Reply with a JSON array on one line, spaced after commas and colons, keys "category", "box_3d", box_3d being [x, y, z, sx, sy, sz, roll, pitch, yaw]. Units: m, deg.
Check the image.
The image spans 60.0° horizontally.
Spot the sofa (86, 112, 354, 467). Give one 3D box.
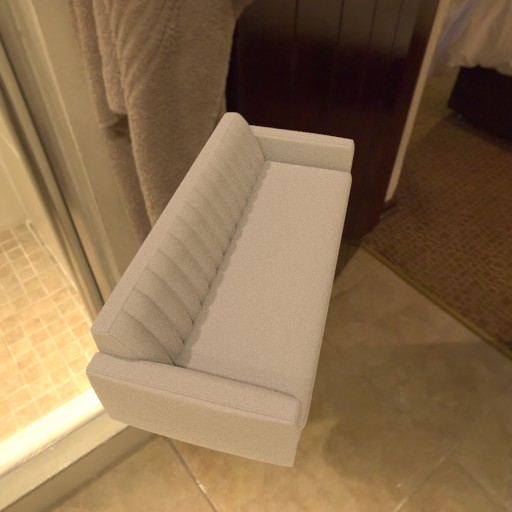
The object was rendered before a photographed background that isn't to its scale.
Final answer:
[{"category": "sofa", "box_3d": [0.000, 0.000, 2.774, 0.990, 0.821, 2.291, 11, 47, 10]}]
